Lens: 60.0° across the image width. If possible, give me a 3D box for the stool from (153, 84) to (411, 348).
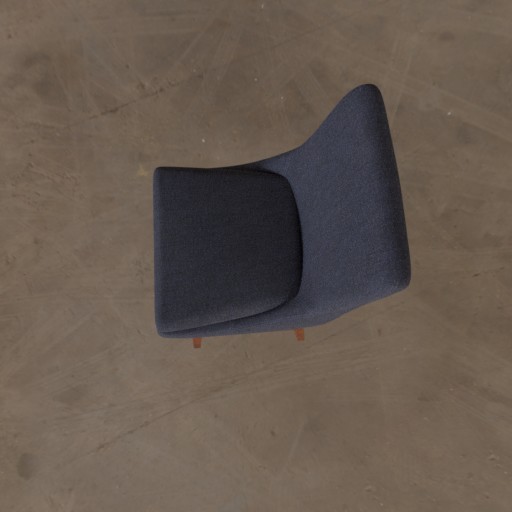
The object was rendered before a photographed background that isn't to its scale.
[{"bbox_3d":[0.000,0.000,1.368,0.572,1.068,0.489,-4,75,-1],"label":"stool"}]
